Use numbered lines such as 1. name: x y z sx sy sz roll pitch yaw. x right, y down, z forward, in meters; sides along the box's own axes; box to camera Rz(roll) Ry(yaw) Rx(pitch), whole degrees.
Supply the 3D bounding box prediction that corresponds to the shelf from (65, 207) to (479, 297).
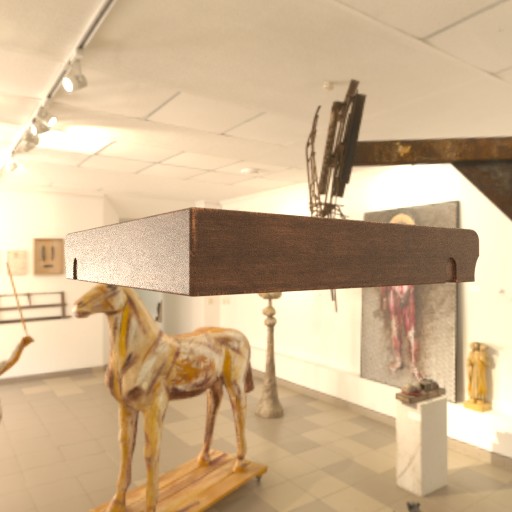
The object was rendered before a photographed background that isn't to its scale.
1. shelf: 0.000 0.000 0.461 0.310 0.050 0.310 0 -1 -36
